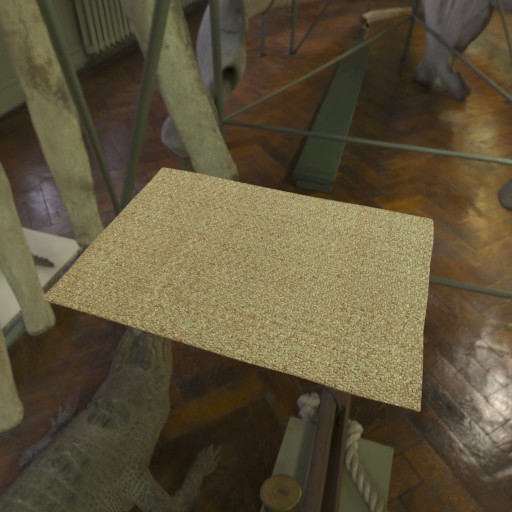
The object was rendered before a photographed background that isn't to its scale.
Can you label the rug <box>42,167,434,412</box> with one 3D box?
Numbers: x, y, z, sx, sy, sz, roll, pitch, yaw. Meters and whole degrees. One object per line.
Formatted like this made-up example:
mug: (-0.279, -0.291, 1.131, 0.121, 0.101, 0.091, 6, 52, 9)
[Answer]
rug: (0.000, 0.000, 2.840, 2.141, 0.013, 1.566, 13, 44, 14)
